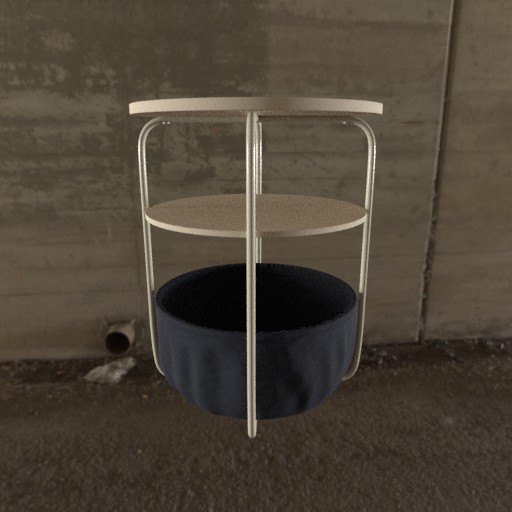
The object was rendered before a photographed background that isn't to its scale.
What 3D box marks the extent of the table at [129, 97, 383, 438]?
[{"bbox_3d":[0.000,0.000,0.830,0.418,0.532,0.418,-14,21,-41],"label":"table"}]
